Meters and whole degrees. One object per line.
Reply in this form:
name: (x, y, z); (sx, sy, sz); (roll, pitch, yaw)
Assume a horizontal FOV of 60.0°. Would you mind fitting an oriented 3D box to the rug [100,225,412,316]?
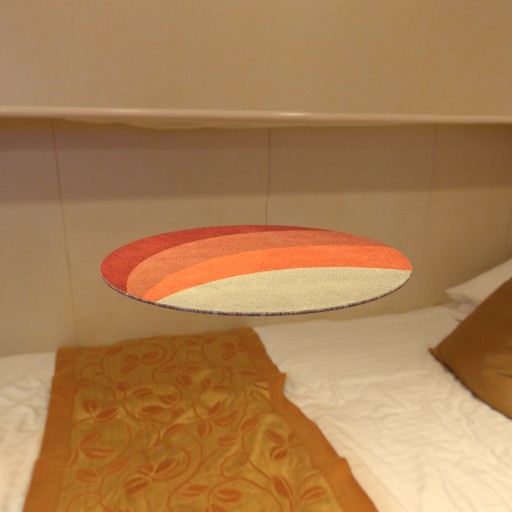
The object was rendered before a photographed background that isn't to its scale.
rug: (0.000, 0.000, 2.269); (1.514, 0.015, 1.514); (0, 16, 0)
